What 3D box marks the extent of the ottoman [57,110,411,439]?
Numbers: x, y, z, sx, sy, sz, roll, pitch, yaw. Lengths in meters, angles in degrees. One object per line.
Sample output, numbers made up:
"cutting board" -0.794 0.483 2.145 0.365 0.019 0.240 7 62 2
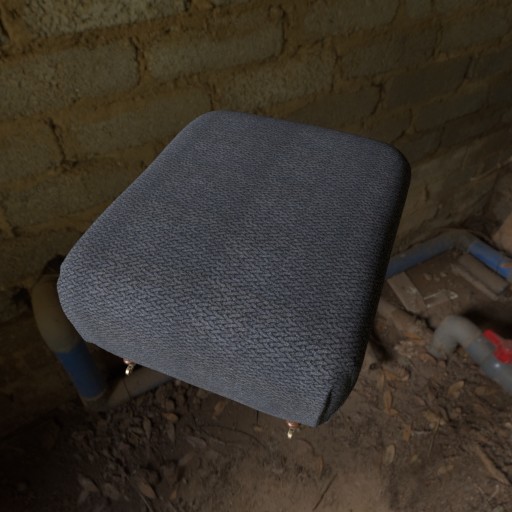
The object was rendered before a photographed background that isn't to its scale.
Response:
"ottoman" 0.000 0.000 1.112 0.622 0.450 0.747 16 49 15
